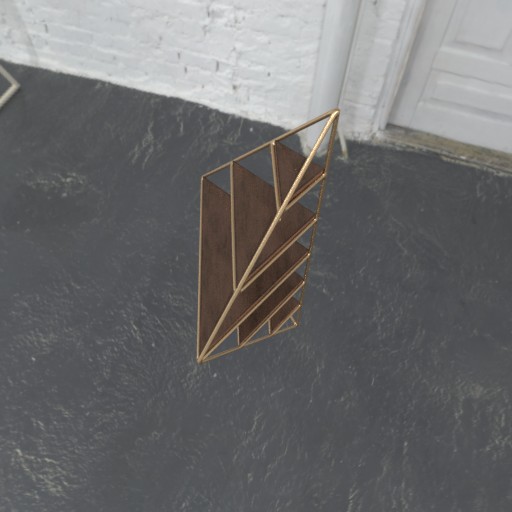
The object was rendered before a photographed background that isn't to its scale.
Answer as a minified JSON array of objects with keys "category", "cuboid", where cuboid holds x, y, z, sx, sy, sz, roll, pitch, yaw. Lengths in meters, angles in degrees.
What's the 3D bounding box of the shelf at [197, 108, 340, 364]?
[{"category":"shelf","cuboid":[0.000,0.000,1.148,0.294,0.913,0.564,-2,57,-2]}]
